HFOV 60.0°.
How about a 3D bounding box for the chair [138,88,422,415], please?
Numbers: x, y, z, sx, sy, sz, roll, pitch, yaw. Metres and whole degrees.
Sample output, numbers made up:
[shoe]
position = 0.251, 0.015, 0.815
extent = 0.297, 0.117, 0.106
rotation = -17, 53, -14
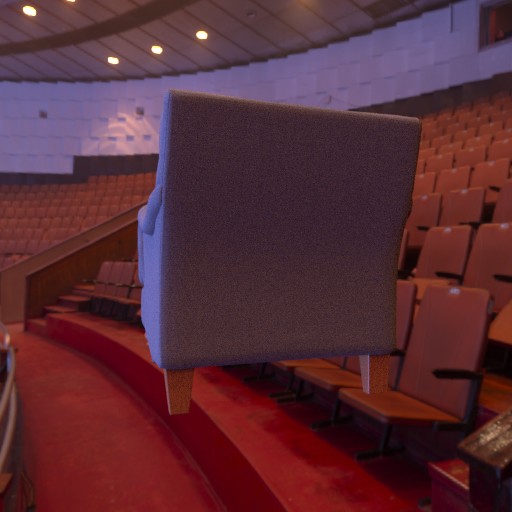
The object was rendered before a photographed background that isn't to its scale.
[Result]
[chair]
position = 0.000, 0.000, 1.873
extent = 0.955, 1.038, 1.070
rotation = 0, -1, -18
